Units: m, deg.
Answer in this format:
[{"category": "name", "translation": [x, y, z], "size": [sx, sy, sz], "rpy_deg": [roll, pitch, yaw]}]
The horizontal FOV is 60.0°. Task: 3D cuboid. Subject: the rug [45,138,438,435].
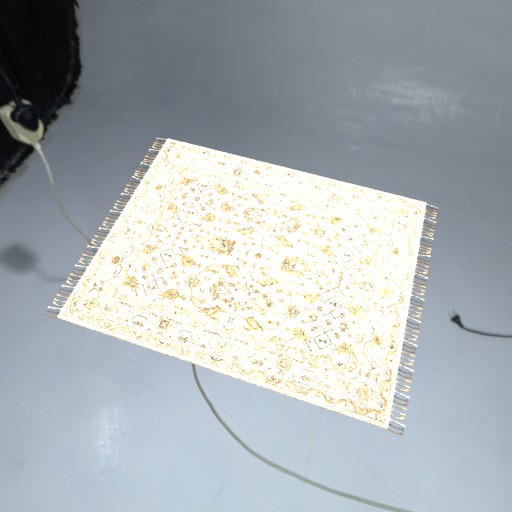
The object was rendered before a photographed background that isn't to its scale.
[{"category": "rug", "translation": [0.000, 0.000, 2.306], "size": [1.726, 0.009, 1.278], "rpy_deg": [16, 60, 10]}]
